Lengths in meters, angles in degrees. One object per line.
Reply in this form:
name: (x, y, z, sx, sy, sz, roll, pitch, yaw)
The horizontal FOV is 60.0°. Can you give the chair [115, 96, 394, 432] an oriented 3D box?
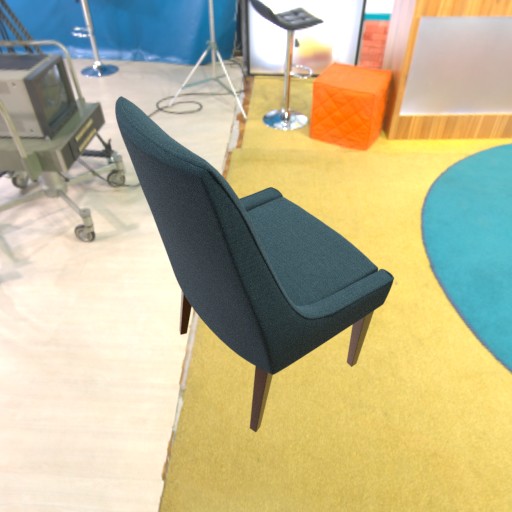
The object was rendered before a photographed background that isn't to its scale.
chair: (0.000, 0.000, 1.179, 0.544, 0.861, 0.529, -26, 48, -26)
